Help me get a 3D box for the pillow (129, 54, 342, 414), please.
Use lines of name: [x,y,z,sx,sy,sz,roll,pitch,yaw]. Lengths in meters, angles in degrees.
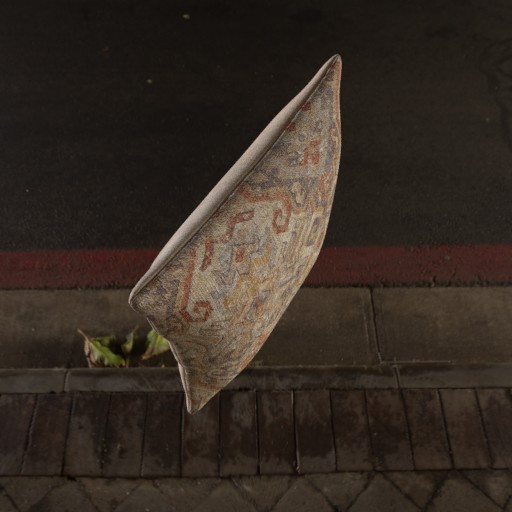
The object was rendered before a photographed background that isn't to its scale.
pillow: [0.000,0.000,0.807,0.166,0.506,0.523,28,62,16]
